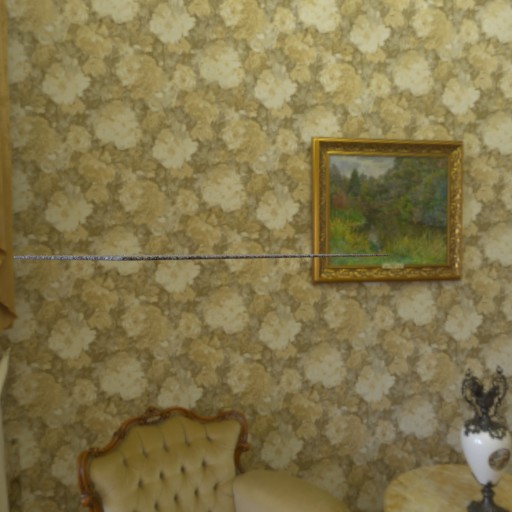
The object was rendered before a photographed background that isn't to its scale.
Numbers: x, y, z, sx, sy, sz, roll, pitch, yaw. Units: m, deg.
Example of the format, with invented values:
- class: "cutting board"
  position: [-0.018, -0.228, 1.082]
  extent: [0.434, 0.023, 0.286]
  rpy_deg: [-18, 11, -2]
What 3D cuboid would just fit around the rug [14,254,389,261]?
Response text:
- class: "rug"
  position: [0.000, 0.000, 2.473]
  extent: [0.719, 0.013, 2.305]
  rpy_deg: [0, 1, 36]
